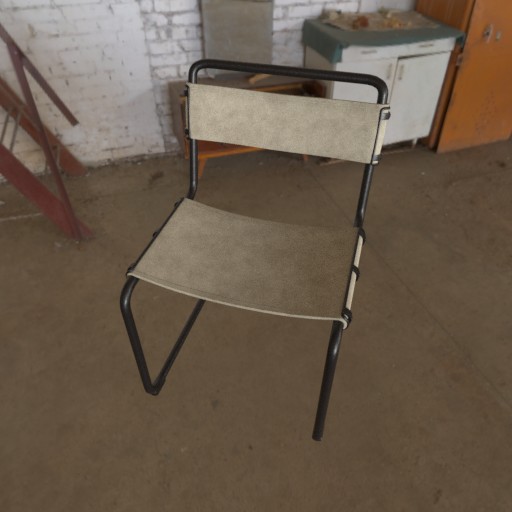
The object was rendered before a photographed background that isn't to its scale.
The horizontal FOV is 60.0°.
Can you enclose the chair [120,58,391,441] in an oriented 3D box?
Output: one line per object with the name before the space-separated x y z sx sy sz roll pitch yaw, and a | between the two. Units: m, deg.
chair | 0.000 0.000 1.079 0.499 0.747 0.497 11 42 12
